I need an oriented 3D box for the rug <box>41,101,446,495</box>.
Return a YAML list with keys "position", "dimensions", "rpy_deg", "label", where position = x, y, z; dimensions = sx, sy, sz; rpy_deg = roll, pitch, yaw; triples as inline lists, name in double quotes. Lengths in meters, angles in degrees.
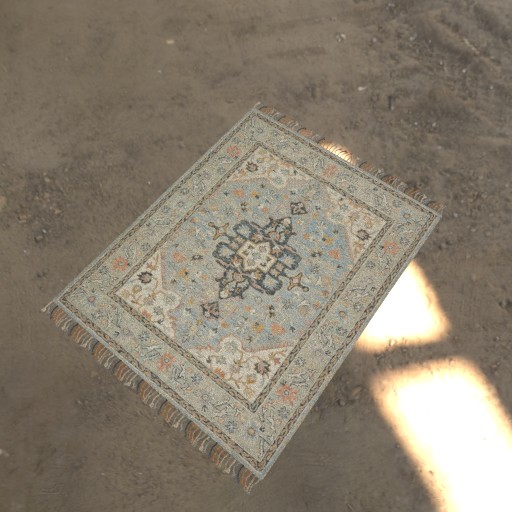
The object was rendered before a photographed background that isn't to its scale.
- position: [0.000, 0.000, 2.249]
  dimensions: [1.278, 0.009, 1.730]
  rpy_deg: [34, 68, 16]
  label: "rug"
